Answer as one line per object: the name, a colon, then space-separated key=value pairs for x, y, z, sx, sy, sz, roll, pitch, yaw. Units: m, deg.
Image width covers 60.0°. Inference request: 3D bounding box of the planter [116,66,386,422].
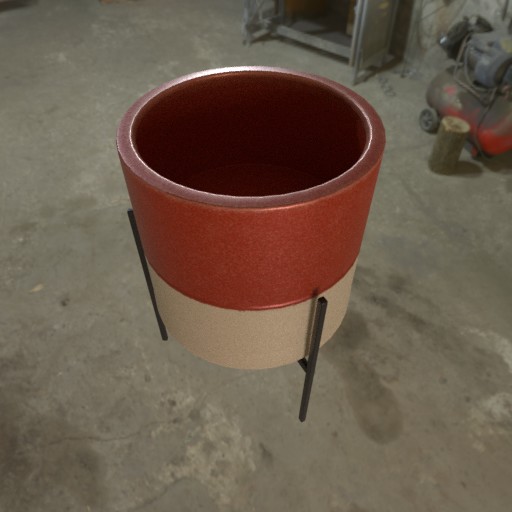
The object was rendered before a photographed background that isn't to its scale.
planter: x=0.000 y=0.000 z=0.520 sx=0.235 sy=0.354 sz=0.251 roll=24 pitch=51 yaw=21
